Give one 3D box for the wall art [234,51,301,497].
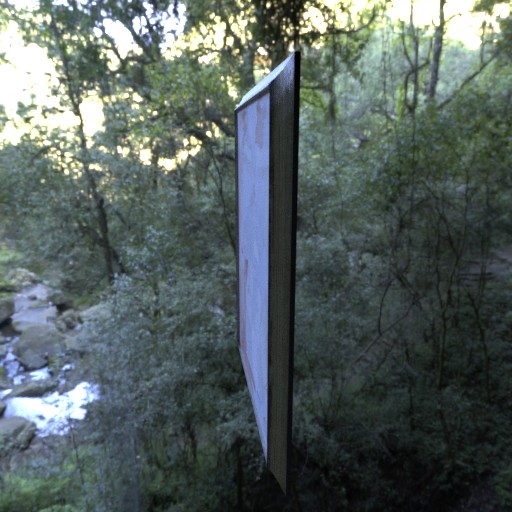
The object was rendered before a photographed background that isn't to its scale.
[{"bbox_3d":[0.000,0.000,0.617,0.023,0.457,0.381,-2,14,-8],"label":"wall art"}]
